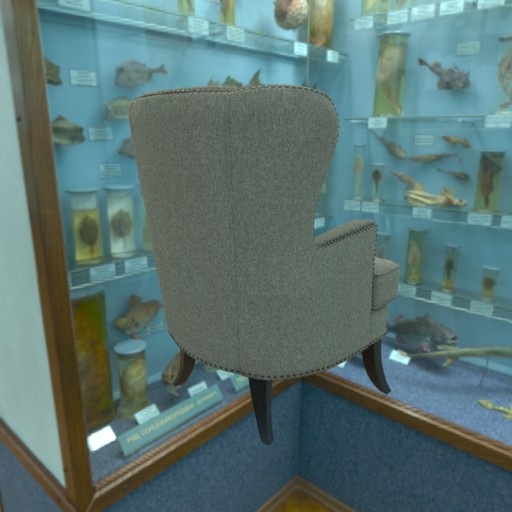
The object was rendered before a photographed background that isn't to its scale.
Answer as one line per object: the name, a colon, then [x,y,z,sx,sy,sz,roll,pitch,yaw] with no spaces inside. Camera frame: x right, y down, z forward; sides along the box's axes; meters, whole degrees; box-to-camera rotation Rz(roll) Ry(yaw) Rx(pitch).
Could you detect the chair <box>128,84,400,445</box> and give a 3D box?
chair: [0.000,0.000,1.561,0.759,1.060,0.758,14,21,42]
